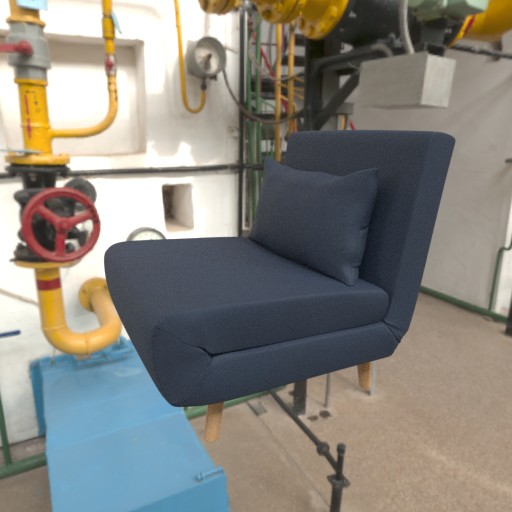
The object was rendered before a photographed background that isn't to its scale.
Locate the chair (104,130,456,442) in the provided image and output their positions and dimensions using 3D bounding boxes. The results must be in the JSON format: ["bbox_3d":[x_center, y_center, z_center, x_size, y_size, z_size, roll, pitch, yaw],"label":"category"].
[{"bbox_3d":[0.000,0.000,1.472,0.900,0.808,0.770,-8,17,-26],"label":"chair"}]
